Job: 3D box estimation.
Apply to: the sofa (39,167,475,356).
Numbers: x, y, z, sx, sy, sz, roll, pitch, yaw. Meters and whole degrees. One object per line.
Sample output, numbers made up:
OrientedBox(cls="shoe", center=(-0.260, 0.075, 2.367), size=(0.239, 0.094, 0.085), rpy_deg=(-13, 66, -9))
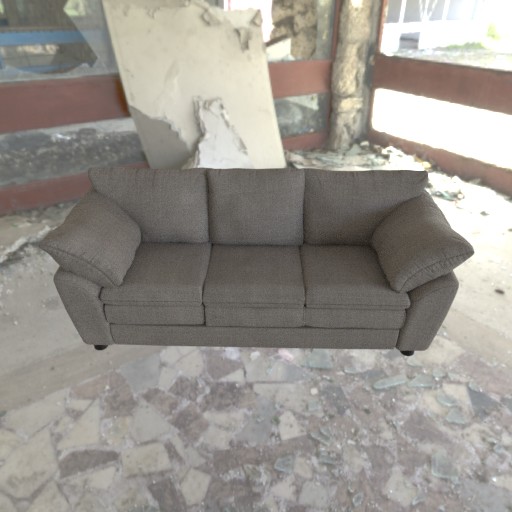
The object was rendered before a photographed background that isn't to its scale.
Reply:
OrientedBox(cls="sofa", center=(0.000, 0.000, 2.827), size=(2.334, 0.996, 0.878), rpy_deg=(1, 30, 1))
